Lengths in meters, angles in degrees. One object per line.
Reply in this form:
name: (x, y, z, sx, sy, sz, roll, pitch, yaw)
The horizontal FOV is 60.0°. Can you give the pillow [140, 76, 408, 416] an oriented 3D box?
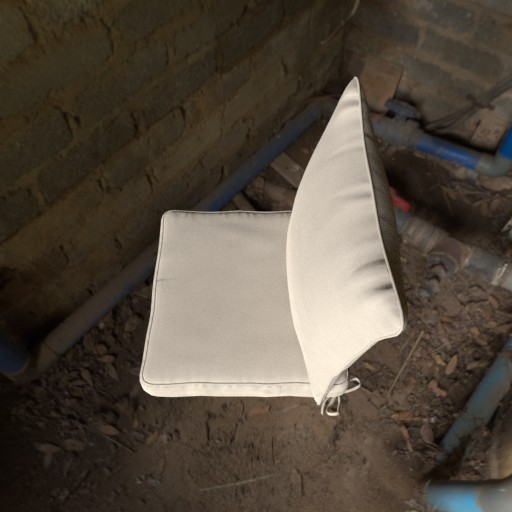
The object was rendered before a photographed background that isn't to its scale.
pillow: (0.000, 0.000, 1.344, 0.733, 0.716, 0.798, 0, 59, 0)
